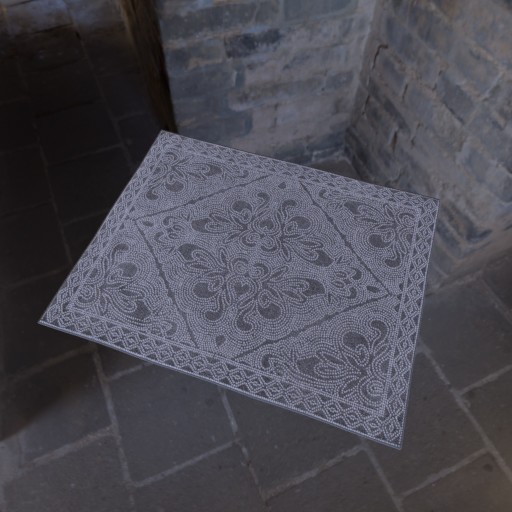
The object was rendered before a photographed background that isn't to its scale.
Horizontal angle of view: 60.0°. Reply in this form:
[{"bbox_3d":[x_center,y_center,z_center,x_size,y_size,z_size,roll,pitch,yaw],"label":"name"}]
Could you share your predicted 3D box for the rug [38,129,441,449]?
[{"bbox_3d":[0.000,0.000,4.036,3.048,0.012,2.438,17,60,10],"label":"rug"}]
